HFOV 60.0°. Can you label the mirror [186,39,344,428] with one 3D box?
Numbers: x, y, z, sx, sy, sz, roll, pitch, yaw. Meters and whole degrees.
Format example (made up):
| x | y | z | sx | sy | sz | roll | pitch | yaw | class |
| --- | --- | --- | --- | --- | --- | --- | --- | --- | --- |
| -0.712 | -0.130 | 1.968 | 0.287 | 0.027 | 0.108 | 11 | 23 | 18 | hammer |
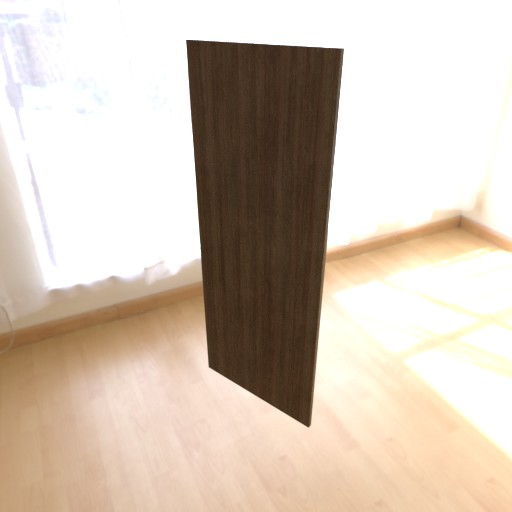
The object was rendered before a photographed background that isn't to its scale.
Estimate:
| x | y | z | sx | sy | sz | roll | pitch | yaw | class |
| --- | --- | --- | --- | --- | --- | --- | --- | --- | --- |
| 0.000 | 0.000 | 2.344 | 0.812 | 2.032 | 0.025 | 21 | 36 | 33 | mirror |
